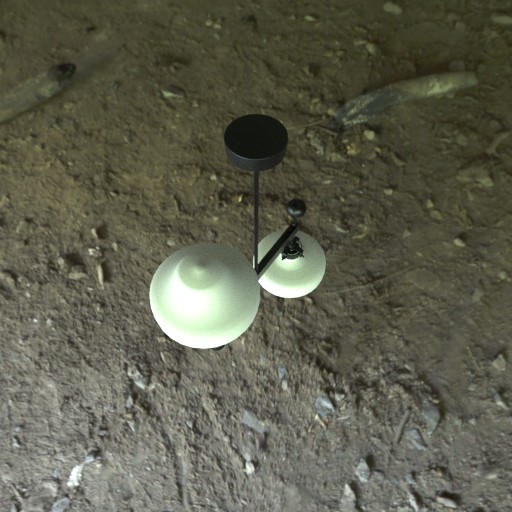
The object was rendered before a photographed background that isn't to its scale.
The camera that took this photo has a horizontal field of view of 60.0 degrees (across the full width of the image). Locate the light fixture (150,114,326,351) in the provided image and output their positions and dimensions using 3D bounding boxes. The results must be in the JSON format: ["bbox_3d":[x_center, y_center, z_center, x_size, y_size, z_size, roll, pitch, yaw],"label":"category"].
[{"bbox_3d":[0.000,0.000,1.024,0.422,0.743,0.489,-1,59,-1],"label":"light fixture"}]
